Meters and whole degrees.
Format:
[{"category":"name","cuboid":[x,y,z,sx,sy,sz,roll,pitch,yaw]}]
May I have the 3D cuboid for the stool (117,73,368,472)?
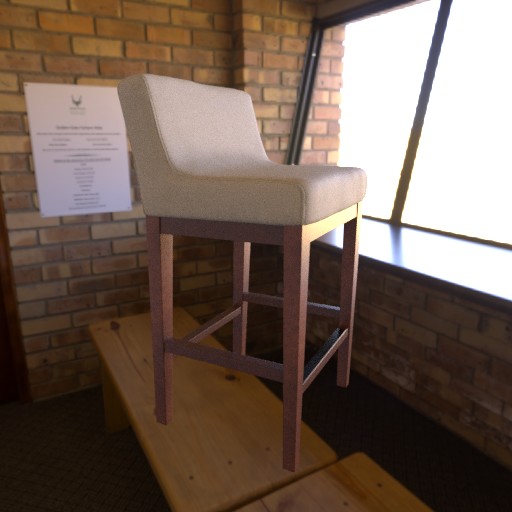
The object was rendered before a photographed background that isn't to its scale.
[{"category":"stool","cuboid":[0.000,0.000,1.251,0.500,0.937,0.511,8,17,27]}]
